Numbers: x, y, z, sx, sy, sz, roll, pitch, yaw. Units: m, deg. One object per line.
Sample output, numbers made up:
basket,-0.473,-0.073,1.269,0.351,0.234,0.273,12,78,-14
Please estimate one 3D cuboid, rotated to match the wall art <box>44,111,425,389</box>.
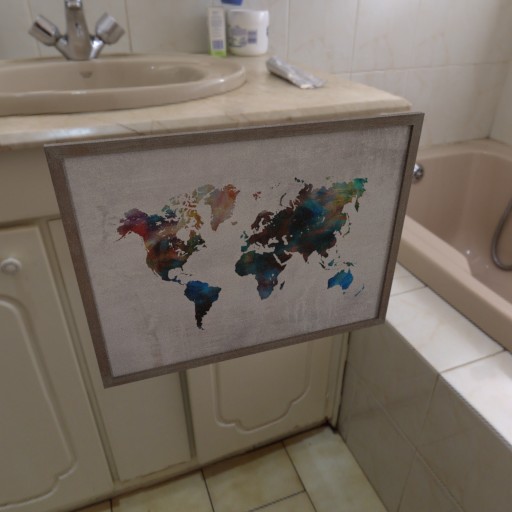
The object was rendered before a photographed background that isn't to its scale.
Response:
wall art,0.000,0.000,1.339,1.012,0.774,0.019,-10,32,-16
